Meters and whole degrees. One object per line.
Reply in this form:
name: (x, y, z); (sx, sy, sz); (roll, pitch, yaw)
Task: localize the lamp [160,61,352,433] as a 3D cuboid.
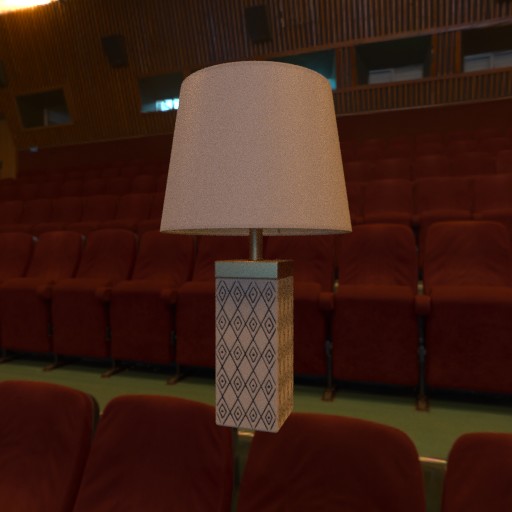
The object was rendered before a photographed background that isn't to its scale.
lamp: (0.000, 0.000, 0.594); (0.251, 0.435, 0.251); (0, 1, 0)
